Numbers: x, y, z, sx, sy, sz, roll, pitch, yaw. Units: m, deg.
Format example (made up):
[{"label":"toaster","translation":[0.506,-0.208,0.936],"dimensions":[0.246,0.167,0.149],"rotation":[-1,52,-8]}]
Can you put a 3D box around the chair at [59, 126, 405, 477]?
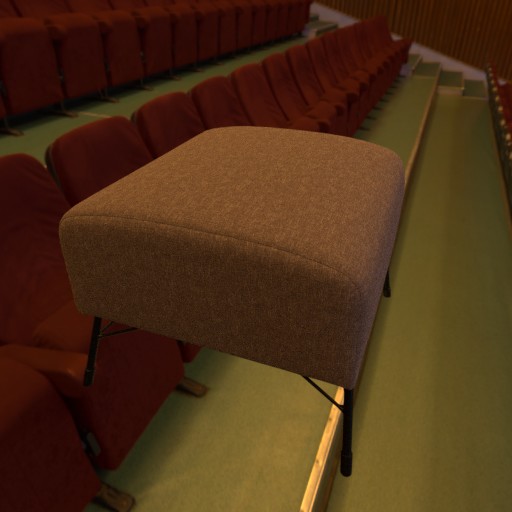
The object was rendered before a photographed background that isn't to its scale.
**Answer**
[{"label":"chair","translation":[0.000,0.000,0.890],"dimensions":[0.530,0.410,0.530],"rotation":[12,33,18]}]
